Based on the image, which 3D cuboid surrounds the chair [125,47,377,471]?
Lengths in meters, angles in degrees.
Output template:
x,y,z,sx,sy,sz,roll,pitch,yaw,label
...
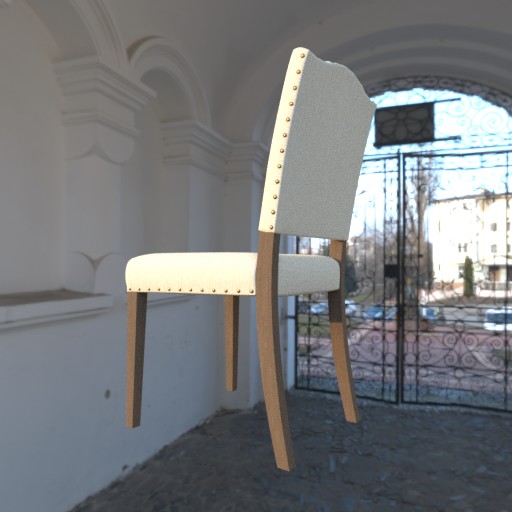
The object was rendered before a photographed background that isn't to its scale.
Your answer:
x,y,z,sx,sy,sz,roll,pitch,yaw,label
0.000,0.000,1.353,0.619,1.015,0.508,-1,-1,36,chair
